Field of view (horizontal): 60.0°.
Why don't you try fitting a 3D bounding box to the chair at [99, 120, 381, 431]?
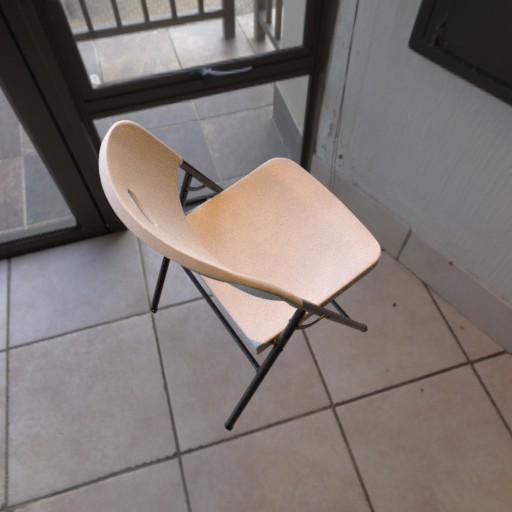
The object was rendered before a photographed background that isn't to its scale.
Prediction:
[{"bbox_3d":[0.000,0.000,1.148,0.566,0.810,0.494,-31,63,-18],"label":"chair"}]
